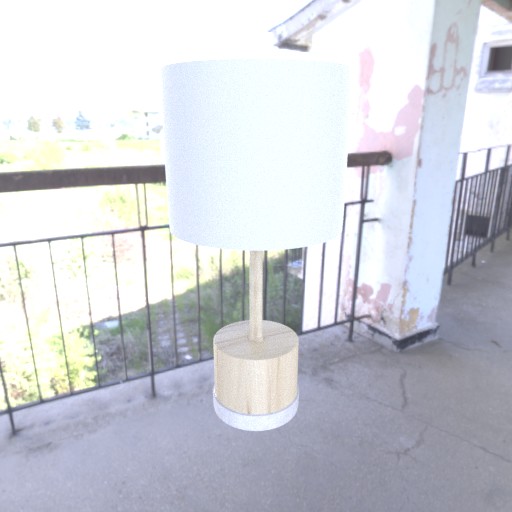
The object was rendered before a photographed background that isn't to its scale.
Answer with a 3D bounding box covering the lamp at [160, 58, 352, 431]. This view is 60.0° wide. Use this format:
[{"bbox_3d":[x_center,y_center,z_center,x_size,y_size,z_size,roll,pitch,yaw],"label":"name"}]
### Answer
[{"bbox_3d":[0.000,0.000,0.605,0.229,0.470,0.229,-8,19,-25],"label":"lamp"}]
